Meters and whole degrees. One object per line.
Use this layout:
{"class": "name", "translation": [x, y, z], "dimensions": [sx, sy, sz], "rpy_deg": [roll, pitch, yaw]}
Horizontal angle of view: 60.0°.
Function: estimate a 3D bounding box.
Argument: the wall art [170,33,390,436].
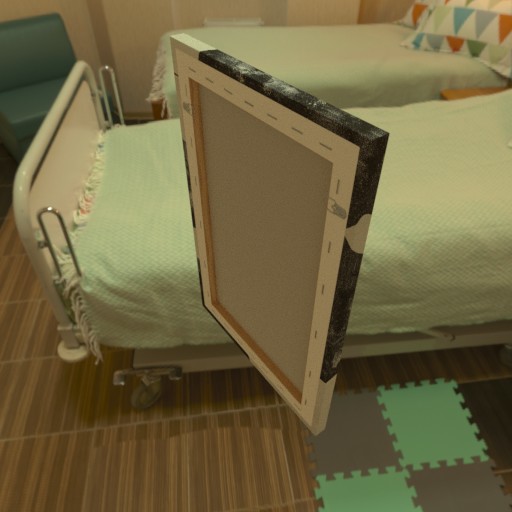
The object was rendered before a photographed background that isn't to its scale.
{"class": "wall art", "translation": [0.000, 0.000, 1.133], "dimensions": [0.041, 0.915, 0.610], "rpy_deg": [-27, 49, -26]}
